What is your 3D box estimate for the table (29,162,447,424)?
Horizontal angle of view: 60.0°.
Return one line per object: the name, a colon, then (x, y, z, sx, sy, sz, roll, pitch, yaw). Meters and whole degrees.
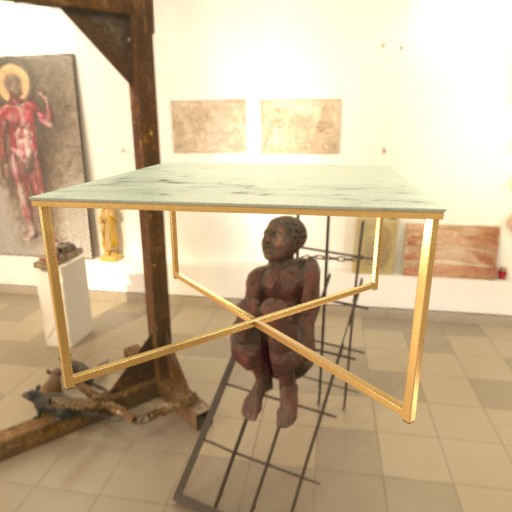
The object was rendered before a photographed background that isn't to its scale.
table: (0.000, 0.000, 1.275, 0.800, 0.450, 0.800, 3, 17, 9)
